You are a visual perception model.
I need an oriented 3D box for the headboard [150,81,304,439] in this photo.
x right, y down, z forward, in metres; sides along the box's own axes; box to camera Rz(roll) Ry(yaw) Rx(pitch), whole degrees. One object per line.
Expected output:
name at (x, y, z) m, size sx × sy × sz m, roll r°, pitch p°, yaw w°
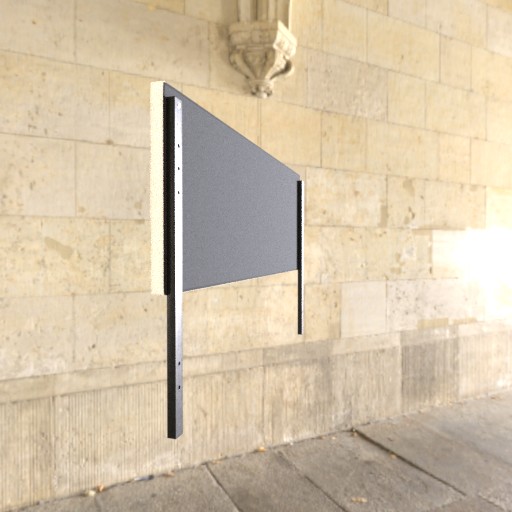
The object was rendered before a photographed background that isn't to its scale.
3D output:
headboard at (0.000, 0.000, 2.845) m, size 0.120 × 1.410 × 2.362 m, roll 0°, pitch 1°, yaw 19°
